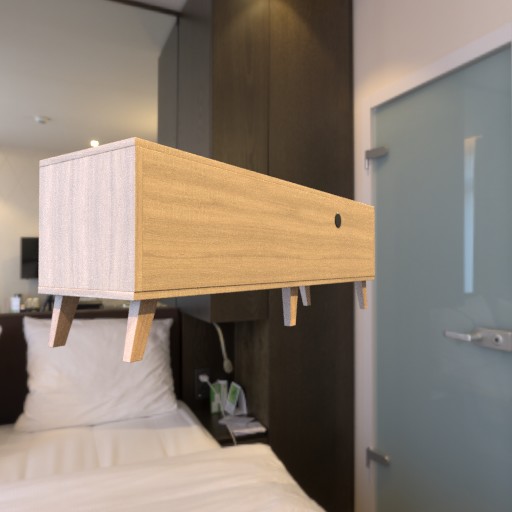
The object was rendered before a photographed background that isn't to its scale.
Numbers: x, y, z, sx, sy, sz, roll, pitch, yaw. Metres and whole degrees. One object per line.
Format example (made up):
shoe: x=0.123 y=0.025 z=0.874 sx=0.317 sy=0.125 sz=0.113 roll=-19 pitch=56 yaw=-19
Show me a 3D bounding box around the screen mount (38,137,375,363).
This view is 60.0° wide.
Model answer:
screen mount: x=0.000 y=0.000 z=1.710 sx=0.401 sy=0.509 sz=1.500 roll=-1 pitch=-1 yaw=35
